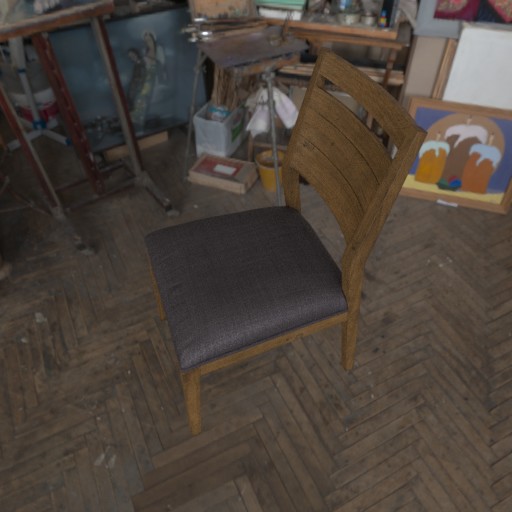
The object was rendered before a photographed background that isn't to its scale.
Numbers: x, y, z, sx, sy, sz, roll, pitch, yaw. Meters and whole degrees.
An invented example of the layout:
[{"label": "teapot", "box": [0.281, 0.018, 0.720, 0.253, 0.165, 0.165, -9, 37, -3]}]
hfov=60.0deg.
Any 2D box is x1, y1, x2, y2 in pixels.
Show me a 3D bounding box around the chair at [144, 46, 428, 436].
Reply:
[{"label": "chair", "box": [0.000, 0.000, 1.270, 0.610, 0.939, 0.501, -15, 49, -14]}]
